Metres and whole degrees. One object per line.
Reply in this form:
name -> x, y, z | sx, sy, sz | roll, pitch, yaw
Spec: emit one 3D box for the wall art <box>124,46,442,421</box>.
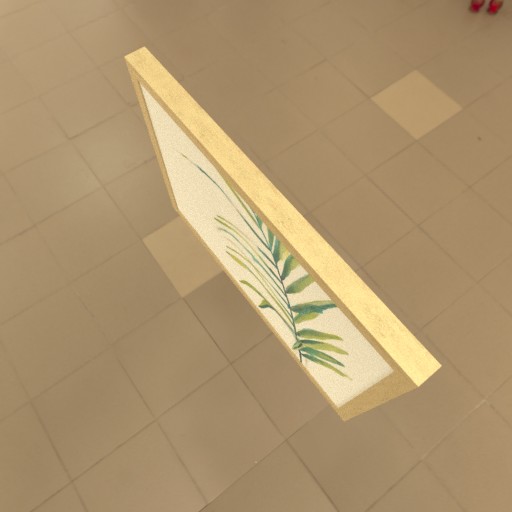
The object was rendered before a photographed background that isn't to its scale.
wall art -> 0.000, 0.000, 0.672 | 0.032, 0.380, 0.532 | -35, 70, -15
